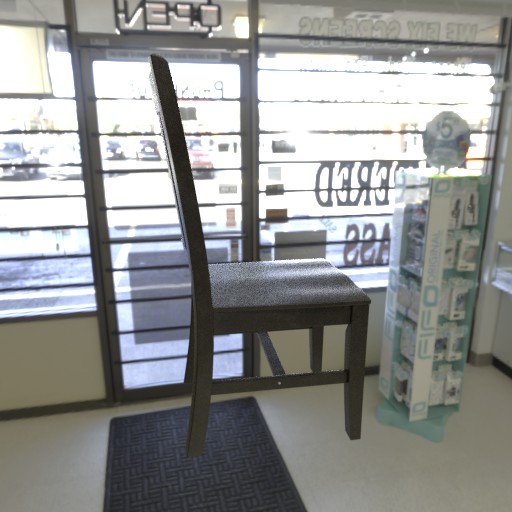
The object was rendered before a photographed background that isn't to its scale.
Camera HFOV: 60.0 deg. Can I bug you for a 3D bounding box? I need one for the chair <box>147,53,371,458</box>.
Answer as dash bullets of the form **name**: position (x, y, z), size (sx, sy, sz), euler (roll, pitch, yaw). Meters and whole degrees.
- **chair**: position (0.000, 0.000, 1.286), size (0.555, 0.998, 0.450), euler (-2, 15, -9)
